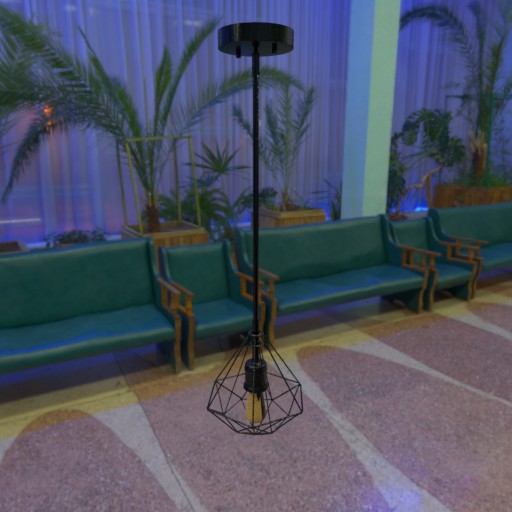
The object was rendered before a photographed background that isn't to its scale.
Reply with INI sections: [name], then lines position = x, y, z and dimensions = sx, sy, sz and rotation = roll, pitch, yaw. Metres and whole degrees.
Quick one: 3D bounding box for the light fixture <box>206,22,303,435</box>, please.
[light fixture]
position = 0.000, 0.000, 1.911
dimensions = 0.487, 1.764, 0.431
rotation = -7, 16, -26
